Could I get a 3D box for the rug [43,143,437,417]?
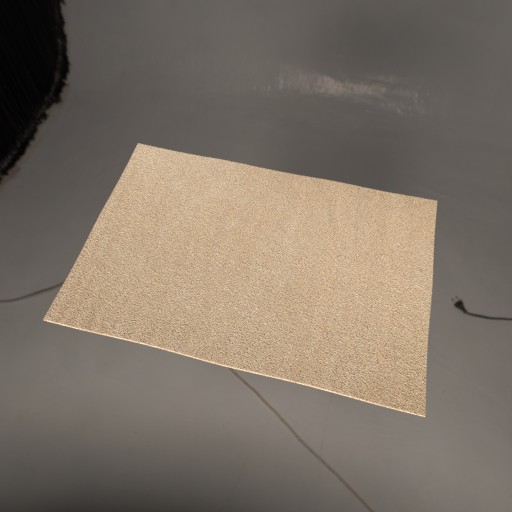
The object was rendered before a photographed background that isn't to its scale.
[{"bbox_3d":[0.000,0.000,3.469,2.699,0.025,1.800,12,60,7],"label":"rug"}]
